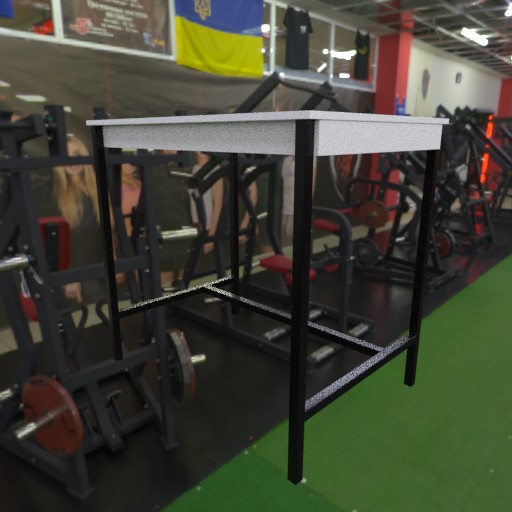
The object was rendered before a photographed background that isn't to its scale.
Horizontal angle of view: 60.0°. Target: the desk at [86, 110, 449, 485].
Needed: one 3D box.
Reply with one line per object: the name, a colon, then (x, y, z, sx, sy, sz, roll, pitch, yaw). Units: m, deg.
desk: (0.000, 0.000, 1.303, 0.811, 0.766, 0.573, 15, 21, 42)
